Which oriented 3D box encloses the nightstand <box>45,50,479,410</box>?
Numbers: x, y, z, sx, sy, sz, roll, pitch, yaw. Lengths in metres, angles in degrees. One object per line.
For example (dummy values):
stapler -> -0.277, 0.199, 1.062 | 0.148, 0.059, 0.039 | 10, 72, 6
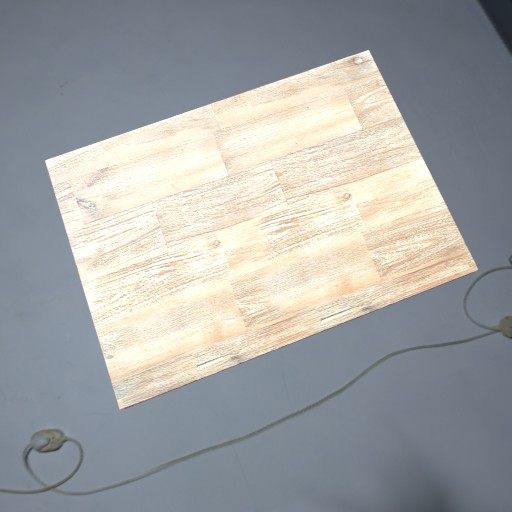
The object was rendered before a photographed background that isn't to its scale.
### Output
nightstand -> 0.000, 0.000, 0.958 | 0.552, 0.589, 0.396 | -20, 78, -4
